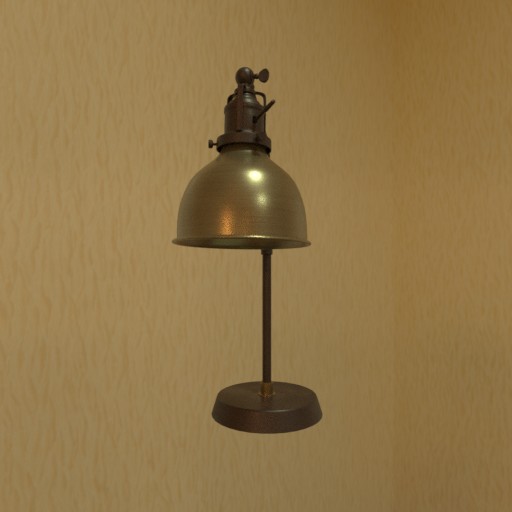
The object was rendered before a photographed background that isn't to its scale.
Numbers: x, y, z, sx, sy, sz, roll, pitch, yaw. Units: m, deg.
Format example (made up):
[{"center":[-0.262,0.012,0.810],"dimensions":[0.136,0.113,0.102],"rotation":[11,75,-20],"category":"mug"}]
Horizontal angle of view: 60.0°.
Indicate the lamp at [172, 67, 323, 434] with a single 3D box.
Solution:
[{"center":[0.000,0.000,0.605],"dimensions":[0.175,0.469,0.298],"rotation":[0,-1,18],"category":"lamp"}]
